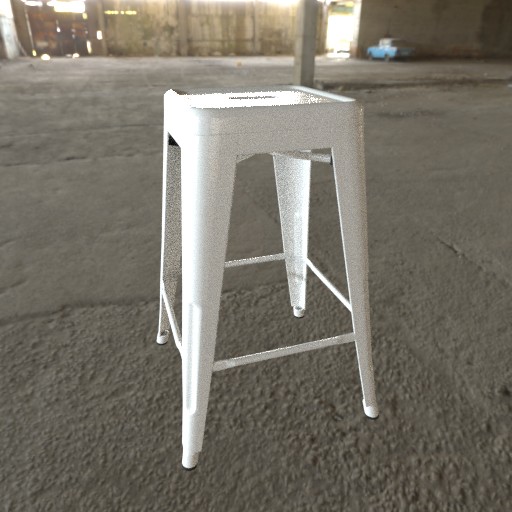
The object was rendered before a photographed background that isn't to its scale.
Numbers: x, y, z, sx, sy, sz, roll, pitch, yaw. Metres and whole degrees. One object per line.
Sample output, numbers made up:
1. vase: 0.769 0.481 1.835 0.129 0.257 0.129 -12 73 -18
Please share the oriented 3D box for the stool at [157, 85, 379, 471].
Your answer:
1. stool: 0.000 0.000 0.884 0.406 0.610 0.406 -8 28 -16
